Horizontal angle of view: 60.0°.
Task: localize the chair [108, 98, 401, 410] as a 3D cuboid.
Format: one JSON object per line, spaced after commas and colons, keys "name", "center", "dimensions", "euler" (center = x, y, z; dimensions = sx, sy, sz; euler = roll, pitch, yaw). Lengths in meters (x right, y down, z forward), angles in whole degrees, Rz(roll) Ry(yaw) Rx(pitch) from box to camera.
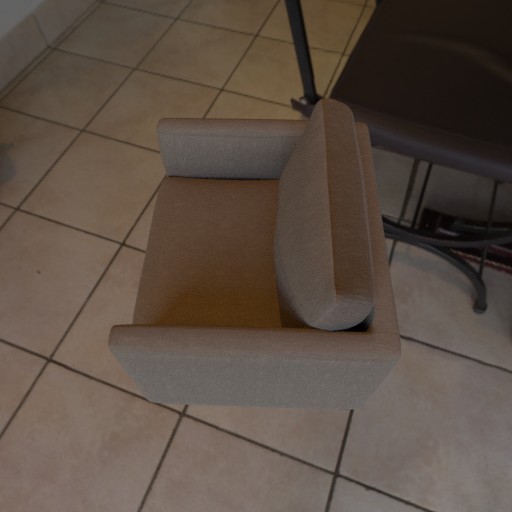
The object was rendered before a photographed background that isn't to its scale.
{"name": "chair", "center": [0.000, 0.000, 1.882], "dimensions": [0.959, 0.963, 1.107], "euler": [2, 57, 1]}
